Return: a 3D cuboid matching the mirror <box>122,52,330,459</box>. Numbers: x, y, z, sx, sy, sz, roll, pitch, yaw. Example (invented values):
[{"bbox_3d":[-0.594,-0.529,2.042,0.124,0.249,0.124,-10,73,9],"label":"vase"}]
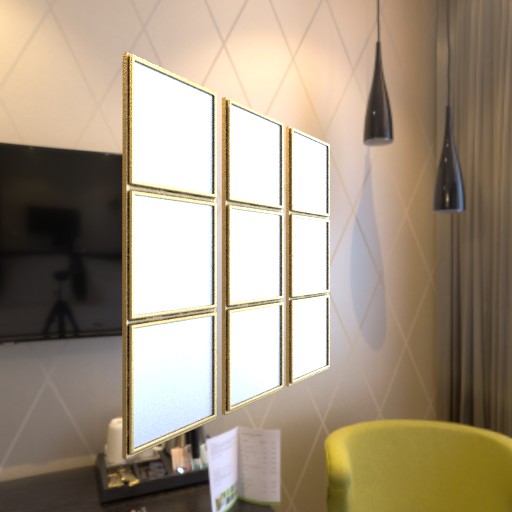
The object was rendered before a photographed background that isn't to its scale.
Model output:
[{"bbox_3d":[0.000,0.000,1.418,0.023,0.926,1.011,0,0,36],"label":"mirror"}]
